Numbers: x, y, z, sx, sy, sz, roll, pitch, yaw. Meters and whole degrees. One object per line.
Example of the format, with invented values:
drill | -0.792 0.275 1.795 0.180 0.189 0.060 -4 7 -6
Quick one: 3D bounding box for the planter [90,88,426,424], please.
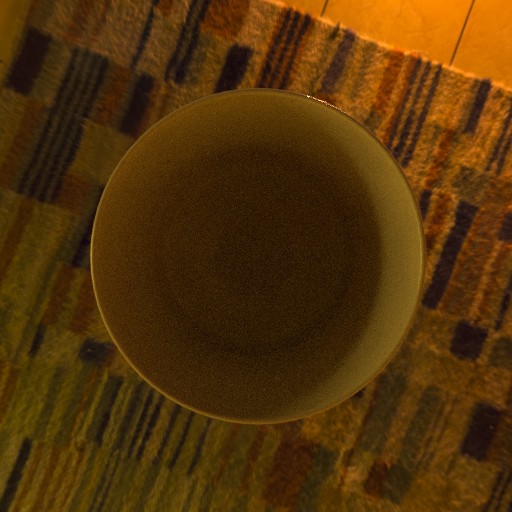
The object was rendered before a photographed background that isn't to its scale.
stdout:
planter | 0.000 0.000 0.447 0.250 0.239 0.250 0 90 -1
